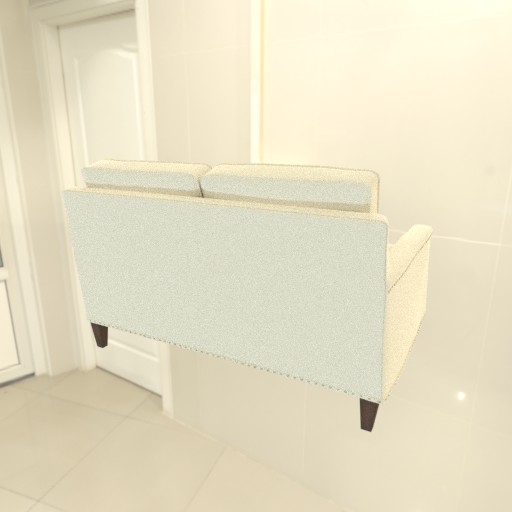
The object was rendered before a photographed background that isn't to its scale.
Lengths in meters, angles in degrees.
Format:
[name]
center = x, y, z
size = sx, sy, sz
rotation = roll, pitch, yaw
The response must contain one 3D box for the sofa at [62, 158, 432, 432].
[sofa]
center = 0.000, 0.000, 2.277
size = 1.597, 1.003, 1.084
rotation = 9, 19, 27
